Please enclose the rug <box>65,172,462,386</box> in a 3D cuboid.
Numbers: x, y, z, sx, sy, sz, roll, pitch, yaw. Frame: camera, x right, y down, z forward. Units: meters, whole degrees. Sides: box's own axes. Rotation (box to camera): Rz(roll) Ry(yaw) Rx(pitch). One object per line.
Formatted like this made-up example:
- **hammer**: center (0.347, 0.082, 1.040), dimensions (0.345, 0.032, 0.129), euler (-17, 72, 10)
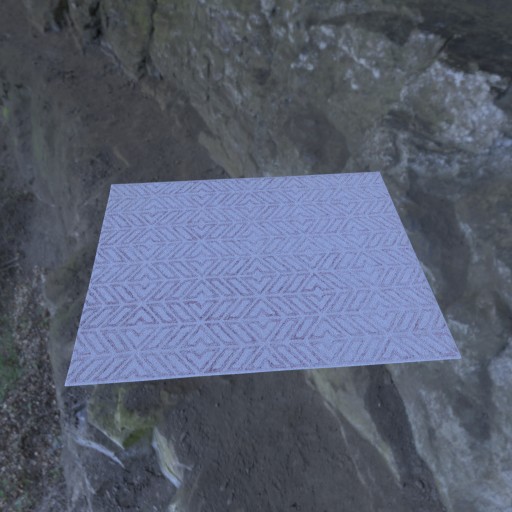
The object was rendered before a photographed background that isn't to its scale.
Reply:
- **rug**: center (0.000, 0.000, 4.203), dimensions (3.045, 0.008, 2.421), euler (-3, 47, -3)
